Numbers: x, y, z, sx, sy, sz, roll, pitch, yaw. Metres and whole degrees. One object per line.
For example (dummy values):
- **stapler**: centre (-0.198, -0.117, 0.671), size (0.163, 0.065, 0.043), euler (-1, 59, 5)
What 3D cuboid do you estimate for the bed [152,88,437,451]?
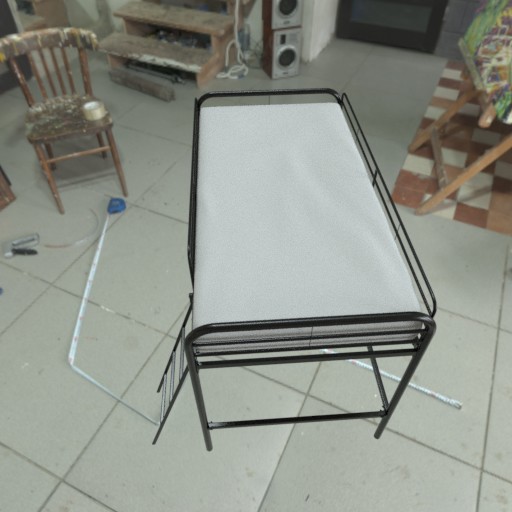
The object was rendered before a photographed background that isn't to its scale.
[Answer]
- **bed**: centre (0.000, 0.000, 2.876), size (1.393, 1.289, 1.968), euler (-3, 47, -3)
